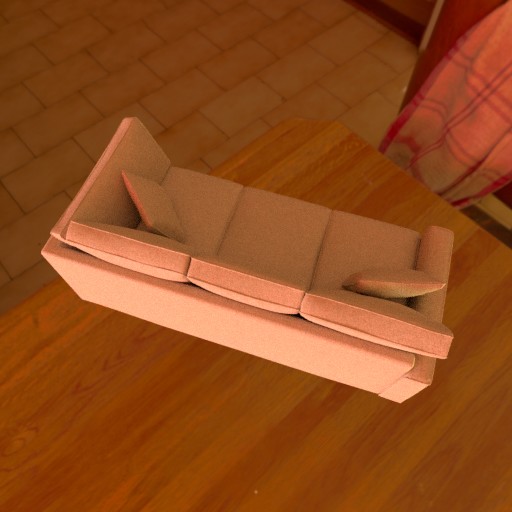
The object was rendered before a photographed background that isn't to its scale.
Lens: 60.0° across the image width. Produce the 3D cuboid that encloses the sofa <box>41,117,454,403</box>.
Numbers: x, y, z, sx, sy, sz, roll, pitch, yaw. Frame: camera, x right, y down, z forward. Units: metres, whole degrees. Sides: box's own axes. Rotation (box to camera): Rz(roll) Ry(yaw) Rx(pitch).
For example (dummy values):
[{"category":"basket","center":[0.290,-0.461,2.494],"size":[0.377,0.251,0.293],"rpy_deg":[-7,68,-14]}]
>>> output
[{"category":"sofa","center":[0.000,0.000,2.876],"size":[2.317,0.962,1.061],"rpy_deg":[16,63,8]}]
